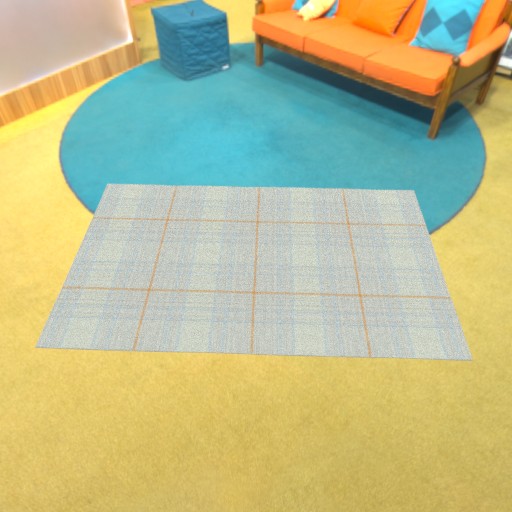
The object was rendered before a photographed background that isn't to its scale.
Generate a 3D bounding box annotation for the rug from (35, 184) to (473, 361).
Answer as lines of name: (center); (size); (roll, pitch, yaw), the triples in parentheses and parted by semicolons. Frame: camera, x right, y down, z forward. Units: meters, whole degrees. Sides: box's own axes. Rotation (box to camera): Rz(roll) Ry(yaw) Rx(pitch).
rug: (0.000, 0.000, 2.999); (2.442, 0.016, 1.527); (1, 46, 1)
